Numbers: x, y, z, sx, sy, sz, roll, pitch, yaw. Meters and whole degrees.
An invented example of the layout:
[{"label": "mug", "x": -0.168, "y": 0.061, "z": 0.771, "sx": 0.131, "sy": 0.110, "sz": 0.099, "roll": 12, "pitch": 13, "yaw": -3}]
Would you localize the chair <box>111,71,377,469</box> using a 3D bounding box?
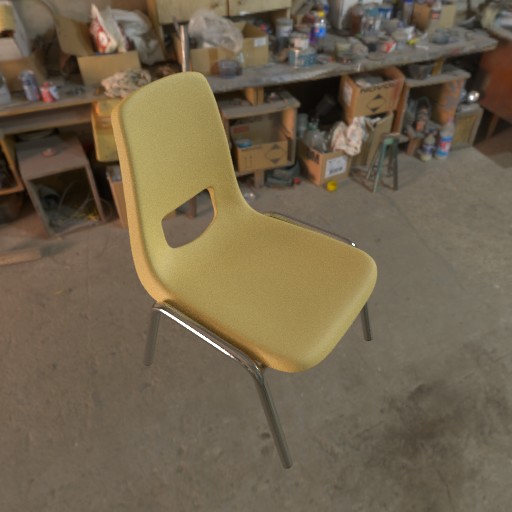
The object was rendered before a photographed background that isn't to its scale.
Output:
[{"label": "chair", "x": 0.000, "y": 0.000, "z": 0.777, "sx": 0.385, "sy": 0.536, "sz": 0.354, "roll": 25, "pitch": 46, "yaw": 26}]
